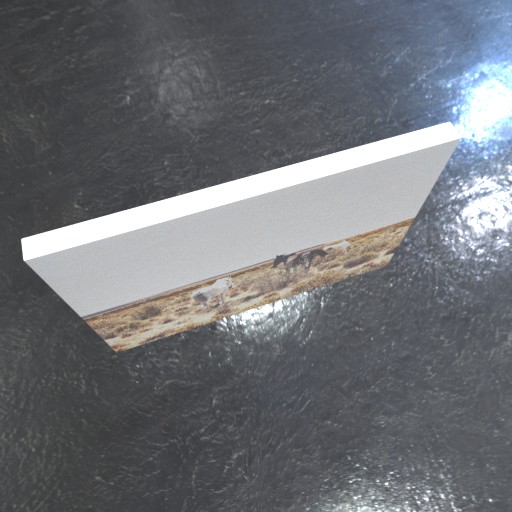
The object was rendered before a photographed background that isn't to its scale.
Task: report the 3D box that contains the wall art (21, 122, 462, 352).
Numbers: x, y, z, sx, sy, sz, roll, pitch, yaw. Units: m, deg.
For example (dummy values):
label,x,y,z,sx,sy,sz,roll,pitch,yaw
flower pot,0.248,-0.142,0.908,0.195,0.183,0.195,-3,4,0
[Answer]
label,x,y,z,sx,sy,sz,roll,pitch,yaw
wall art,0.000,0.000,1.158,0.914,0.610,0.050,-17,63,-9
